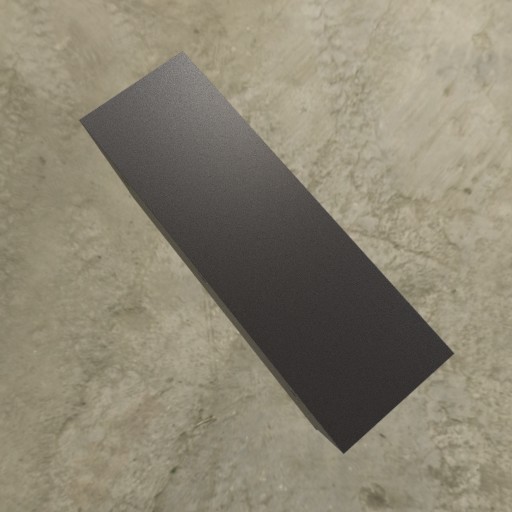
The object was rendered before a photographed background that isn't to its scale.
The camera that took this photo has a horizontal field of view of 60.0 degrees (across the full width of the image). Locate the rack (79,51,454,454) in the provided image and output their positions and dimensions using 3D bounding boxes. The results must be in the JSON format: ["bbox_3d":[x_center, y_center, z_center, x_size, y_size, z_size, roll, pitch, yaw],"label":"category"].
[{"bbox_3d":[0.000,0.000,1.534,0.399,0.635,1.206,-38,78,-9],"label":"rack"}]
